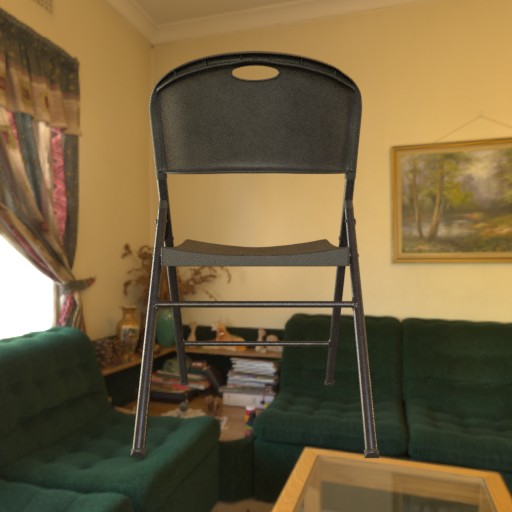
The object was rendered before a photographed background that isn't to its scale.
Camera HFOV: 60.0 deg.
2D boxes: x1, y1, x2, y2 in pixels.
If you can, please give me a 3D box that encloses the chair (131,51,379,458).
[{"bbox_3d":[0.000,0.000,1.147,0.494,0.810,0.566,0,-1,1],"label":"chair"}]
